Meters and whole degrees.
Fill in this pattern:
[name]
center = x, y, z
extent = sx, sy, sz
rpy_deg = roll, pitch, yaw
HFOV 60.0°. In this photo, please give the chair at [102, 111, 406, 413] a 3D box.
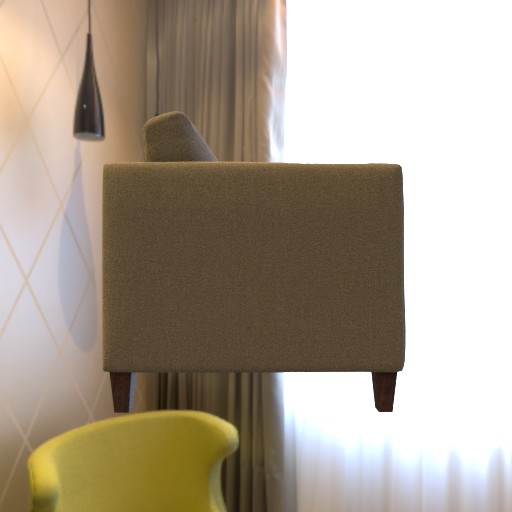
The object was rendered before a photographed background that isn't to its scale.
[chair]
center = 0.000, 0.000, 1.857
extent = 0.959, 0.963, 1.107
rpy_deg = 0, 0, 0
